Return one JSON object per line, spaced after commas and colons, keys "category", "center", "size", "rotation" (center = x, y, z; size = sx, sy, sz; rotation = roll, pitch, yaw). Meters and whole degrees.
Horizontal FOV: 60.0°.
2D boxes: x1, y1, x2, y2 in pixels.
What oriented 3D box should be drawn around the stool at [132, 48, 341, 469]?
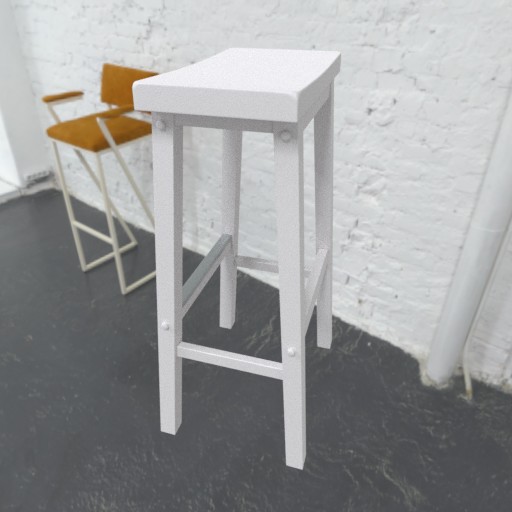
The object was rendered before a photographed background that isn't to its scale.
{"category": "stool", "center": [0.000, 0.000, 0.924], "size": [0.322, 0.742, 0.406], "rotation": [9, 33, 14]}
